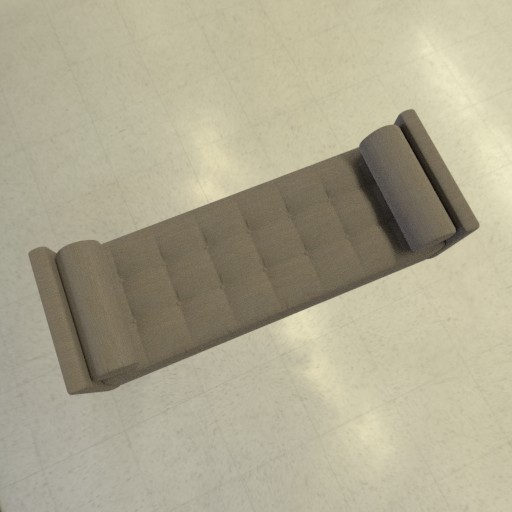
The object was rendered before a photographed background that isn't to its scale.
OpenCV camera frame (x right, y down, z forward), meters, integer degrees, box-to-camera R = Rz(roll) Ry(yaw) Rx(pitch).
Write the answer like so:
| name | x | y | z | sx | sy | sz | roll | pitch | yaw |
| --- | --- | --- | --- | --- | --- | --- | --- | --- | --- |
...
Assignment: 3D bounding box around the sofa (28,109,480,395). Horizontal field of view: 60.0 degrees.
| name | x | y | z | sx | sy | sz | roll | pitch | yaw |
| --- | --- | --- | --- | --- | --- | --- | --- | --- | --- |
| sofa | 0.000 | 0.000 | 2.321 | 1.981 | 0.635 | 0.686 | -22 | 76 | -6 |
